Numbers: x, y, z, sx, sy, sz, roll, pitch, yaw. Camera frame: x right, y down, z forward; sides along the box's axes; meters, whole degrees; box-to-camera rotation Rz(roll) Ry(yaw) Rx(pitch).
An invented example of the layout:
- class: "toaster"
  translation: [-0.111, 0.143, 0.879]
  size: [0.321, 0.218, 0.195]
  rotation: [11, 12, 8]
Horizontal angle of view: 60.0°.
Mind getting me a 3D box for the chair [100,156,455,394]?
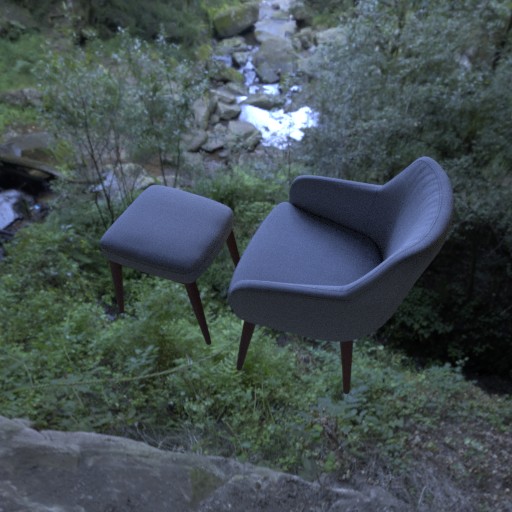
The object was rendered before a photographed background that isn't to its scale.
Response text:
- class: "chair"
  translation: [0.000, 0.000, 1.565]
  size: [1.107, 0.799, 0.584]
  rotation: [17, 49, 15]
